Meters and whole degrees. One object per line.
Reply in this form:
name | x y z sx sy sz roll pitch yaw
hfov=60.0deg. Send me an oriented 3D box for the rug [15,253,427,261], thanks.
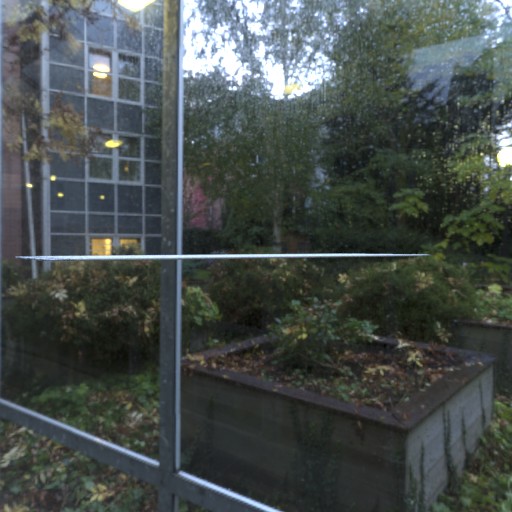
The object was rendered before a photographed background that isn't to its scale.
rug | 0.000 0.000 2.643 2.449 0.011 0.774 -1 1 -36
